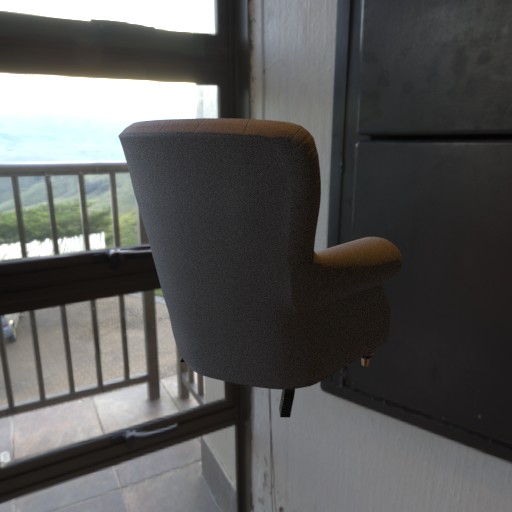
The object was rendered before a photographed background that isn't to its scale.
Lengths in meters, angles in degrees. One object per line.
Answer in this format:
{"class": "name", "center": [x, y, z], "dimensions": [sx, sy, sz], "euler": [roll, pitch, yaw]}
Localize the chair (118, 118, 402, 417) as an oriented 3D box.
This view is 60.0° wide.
{"class": "chair", "center": [0.000, 0.000, 1.825], "dimensions": [0.983, 1.046, 0.983], "euler": [14, 20, 42]}
